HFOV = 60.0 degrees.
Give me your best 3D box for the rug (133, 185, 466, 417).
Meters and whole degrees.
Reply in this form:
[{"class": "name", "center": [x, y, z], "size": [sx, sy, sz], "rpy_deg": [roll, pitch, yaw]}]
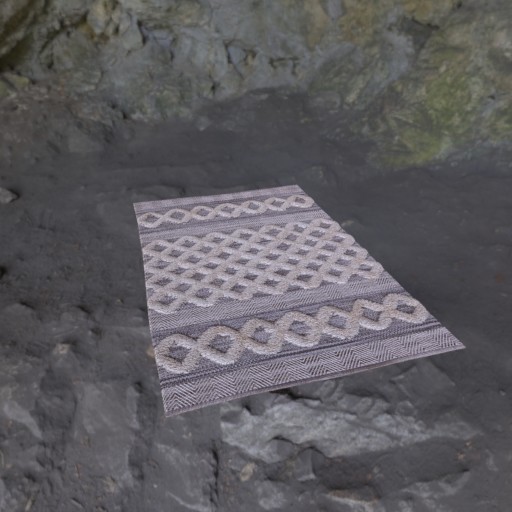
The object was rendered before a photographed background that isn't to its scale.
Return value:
[{"class": "rug", "center": [0.000, 0.000, 3.007], "size": [1.513, 0.033, 2.333], "rpy_deg": [-9, 31, -14]}]
